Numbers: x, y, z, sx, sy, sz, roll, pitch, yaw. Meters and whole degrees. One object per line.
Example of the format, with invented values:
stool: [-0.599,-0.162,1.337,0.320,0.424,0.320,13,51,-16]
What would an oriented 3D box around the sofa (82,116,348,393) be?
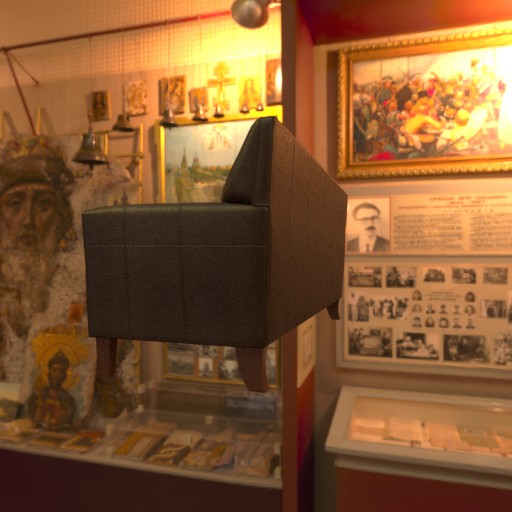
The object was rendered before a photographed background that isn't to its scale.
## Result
sofa: [0.000,0.000,2.547,0.805,0.947,2.053,0,0,19]
